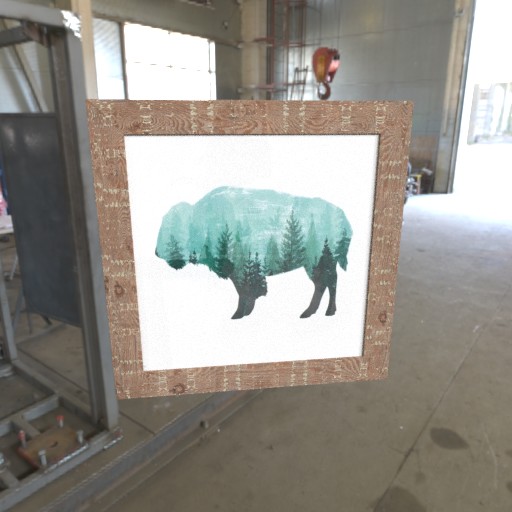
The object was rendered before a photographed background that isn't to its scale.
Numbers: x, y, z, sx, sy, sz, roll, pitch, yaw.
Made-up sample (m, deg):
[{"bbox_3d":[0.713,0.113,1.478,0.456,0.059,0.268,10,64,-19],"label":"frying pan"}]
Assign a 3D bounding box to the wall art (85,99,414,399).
[{"bbox_3d":[0.000,0.000,0.574,0.380,0.380,0.022,-2,17,-7],"label":"wall art"}]
